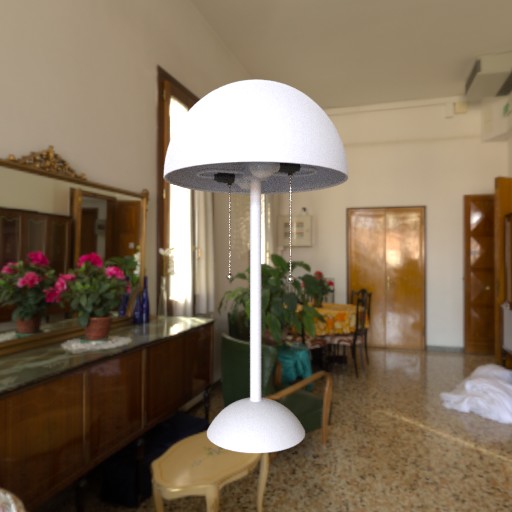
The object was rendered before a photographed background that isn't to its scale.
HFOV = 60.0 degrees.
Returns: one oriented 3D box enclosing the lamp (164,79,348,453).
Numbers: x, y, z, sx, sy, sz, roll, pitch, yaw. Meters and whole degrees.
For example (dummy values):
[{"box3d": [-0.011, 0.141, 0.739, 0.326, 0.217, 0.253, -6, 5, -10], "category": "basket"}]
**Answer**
[{"box3d": [0.000, 0.000, 0.418, 0.171, 0.330, 0.171, 0, 0, 0], "category": "lamp"}]
